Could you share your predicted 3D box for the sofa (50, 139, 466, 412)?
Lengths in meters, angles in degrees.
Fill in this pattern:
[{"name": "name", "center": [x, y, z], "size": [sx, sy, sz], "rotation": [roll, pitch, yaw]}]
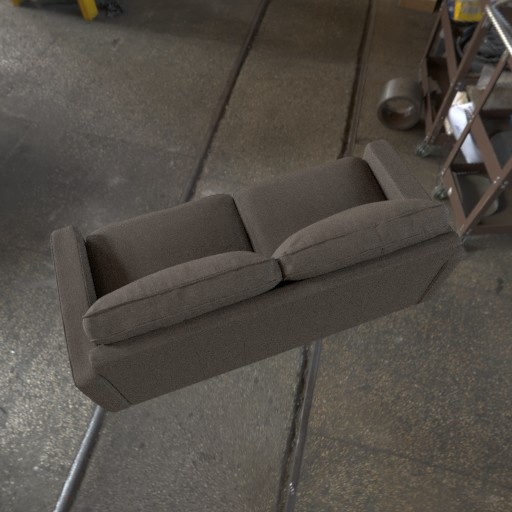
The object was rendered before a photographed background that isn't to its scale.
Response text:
[{"name": "sofa", "center": [0.000, 0.000, 2.486], "size": [2.080, 0.919, 0.940], "rotation": [-17, 60, -10]}]
